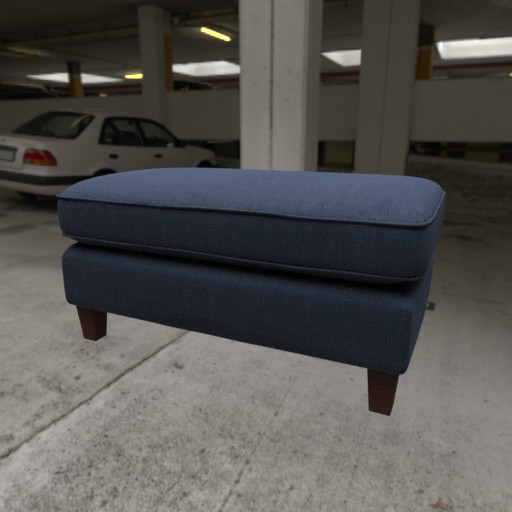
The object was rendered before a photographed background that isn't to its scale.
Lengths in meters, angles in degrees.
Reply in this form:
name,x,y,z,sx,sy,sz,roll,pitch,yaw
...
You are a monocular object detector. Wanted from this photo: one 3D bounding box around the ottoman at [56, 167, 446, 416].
name,x,y,z,sx,sy,sz,roll,pitch,yaw
ottoman,0.000,0.000,1.179,0.885,0.438,0.570,7,17,24
